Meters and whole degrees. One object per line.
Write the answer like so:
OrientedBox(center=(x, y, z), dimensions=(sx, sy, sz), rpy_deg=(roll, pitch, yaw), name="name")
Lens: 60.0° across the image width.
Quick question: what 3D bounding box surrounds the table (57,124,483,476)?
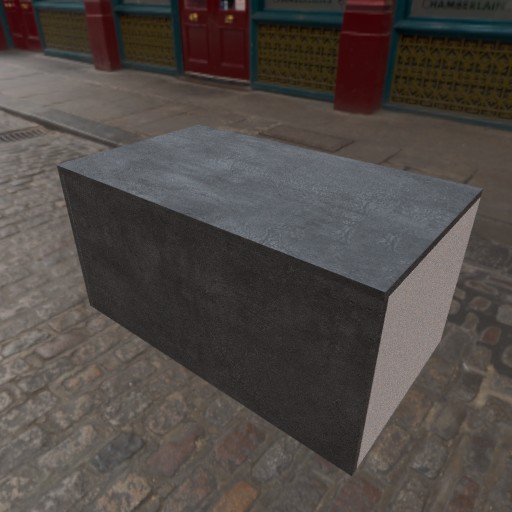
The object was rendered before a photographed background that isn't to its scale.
OrientedBox(center=(0.000, 0.000, 0.920), dimensions=(0.700, 0.350, 0.400), rpy_deg=(22, 37, 32), name="table")
